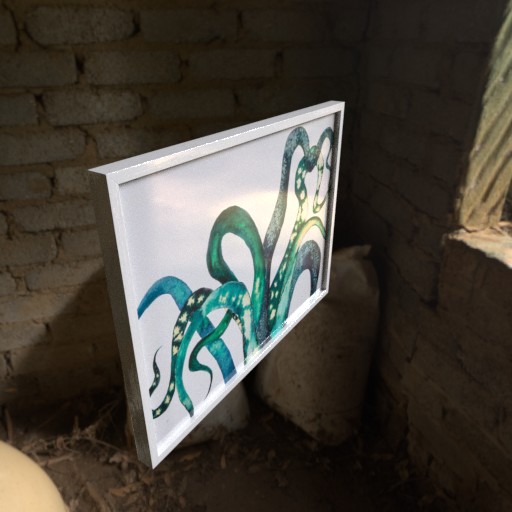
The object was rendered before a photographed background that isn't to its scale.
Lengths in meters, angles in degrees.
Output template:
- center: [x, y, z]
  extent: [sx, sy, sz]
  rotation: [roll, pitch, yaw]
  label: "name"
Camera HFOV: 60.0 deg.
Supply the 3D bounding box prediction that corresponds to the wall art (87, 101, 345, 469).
- center: [0.000, 0.000, 1.367]
  extent: [0.053, 0.787, 1.041]
  rotation: [17, 32, 30]
  label: "wall art"
